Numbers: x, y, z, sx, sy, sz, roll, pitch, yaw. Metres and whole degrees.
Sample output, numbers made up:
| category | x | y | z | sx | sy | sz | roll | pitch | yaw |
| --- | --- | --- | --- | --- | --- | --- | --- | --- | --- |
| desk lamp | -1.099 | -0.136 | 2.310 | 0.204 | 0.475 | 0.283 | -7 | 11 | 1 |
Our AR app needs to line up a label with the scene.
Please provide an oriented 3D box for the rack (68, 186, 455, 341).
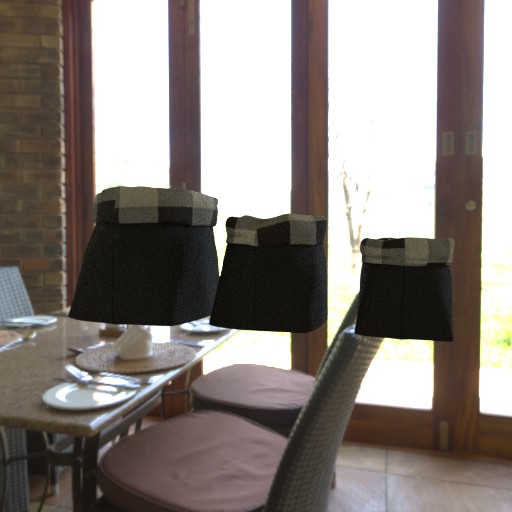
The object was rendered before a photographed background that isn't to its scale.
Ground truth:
| category | x | y | z | sx | sy | sz | roll | pitch | yaw |
| --- | --- | --- | --- | --- | --- | --- | --- | --- | --- |
| rack | 0.000 | 0.000 | 1.096 | 0.889 | 0.329 | 0.370 | 1 | 2 | 19 |
